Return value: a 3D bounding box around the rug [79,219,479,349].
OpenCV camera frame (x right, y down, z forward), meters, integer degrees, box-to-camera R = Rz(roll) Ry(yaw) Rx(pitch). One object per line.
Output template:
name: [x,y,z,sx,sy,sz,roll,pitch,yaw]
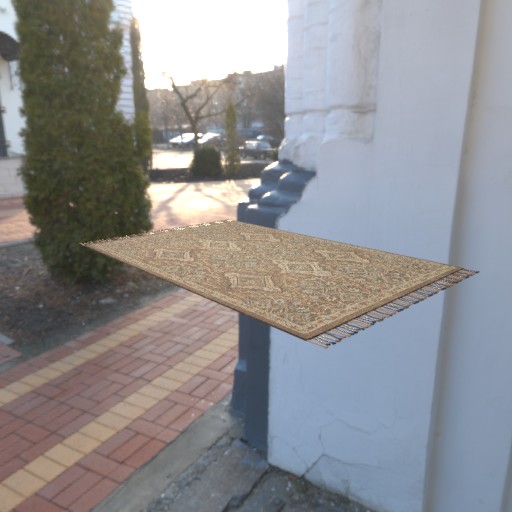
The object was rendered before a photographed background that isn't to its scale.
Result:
rug: [0.000,0.000,3.097,1.516,0.010,2.434,-14,20,-41]
